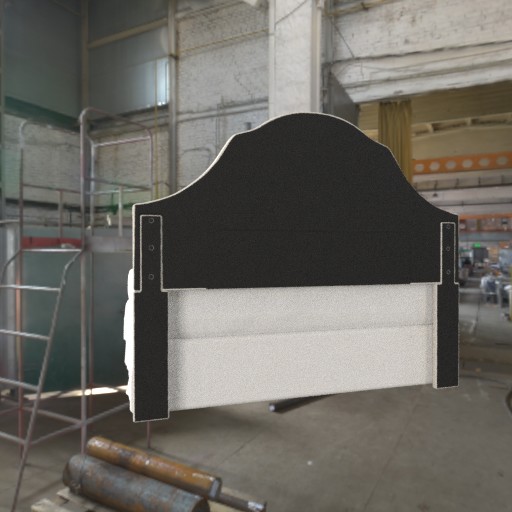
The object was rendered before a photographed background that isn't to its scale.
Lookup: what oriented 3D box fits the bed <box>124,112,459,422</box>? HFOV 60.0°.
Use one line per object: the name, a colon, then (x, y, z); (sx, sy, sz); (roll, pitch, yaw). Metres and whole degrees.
bed: (0.000, 0.000, 3.513); (2.008, 1.615, 2.214); (0, 0, -17)
